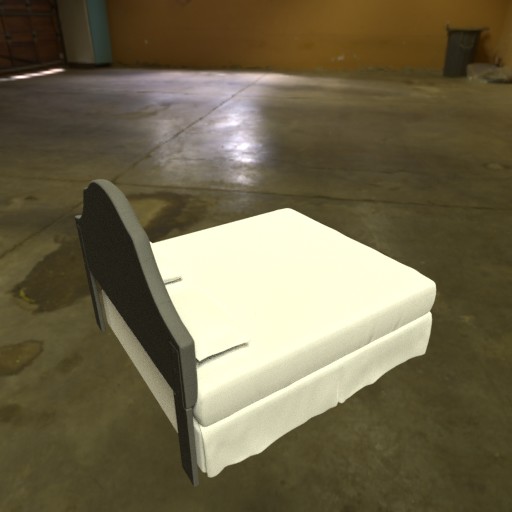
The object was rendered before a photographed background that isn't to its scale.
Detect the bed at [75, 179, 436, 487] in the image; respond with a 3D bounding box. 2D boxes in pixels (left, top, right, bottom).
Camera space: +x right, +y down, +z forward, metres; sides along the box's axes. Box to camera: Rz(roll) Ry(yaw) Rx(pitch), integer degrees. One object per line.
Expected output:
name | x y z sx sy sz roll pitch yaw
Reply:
bed | 0.000 0.000 3.527 2.214 1.615 2.008 -18 33 -30
